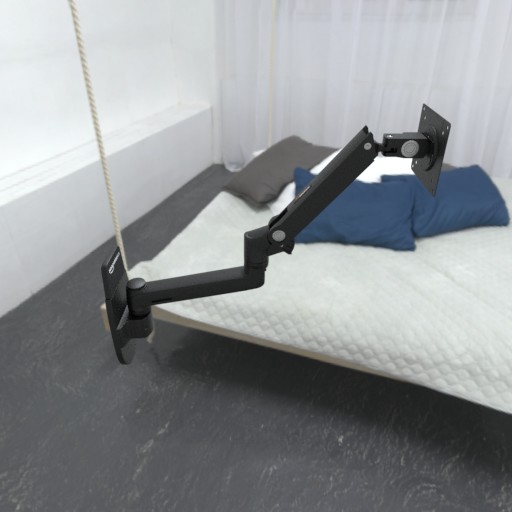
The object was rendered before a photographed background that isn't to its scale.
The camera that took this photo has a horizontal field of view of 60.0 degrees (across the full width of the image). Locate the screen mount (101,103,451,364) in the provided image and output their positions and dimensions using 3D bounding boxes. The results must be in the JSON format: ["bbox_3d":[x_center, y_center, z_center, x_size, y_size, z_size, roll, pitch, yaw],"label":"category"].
[{"bbox_3d":[0.000,0.000,0.732,0.495,0.466,0.115,0,32,1],"label":"screen mount"}]
